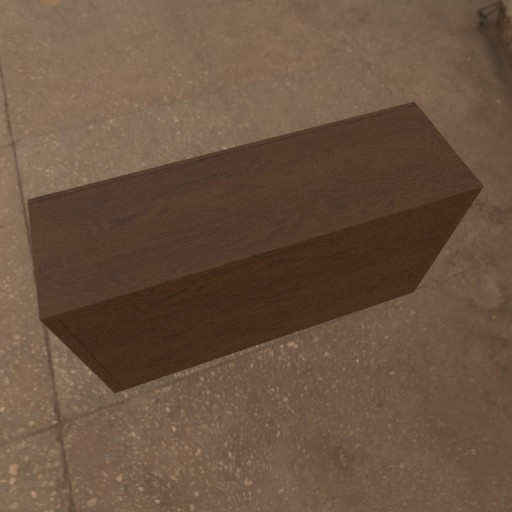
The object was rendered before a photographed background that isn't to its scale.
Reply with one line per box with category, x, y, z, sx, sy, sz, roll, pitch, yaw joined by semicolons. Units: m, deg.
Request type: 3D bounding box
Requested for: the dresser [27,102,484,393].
dresser;0.000;0.000;1.932;1.523;0.889;0.512;-17;60;-10
